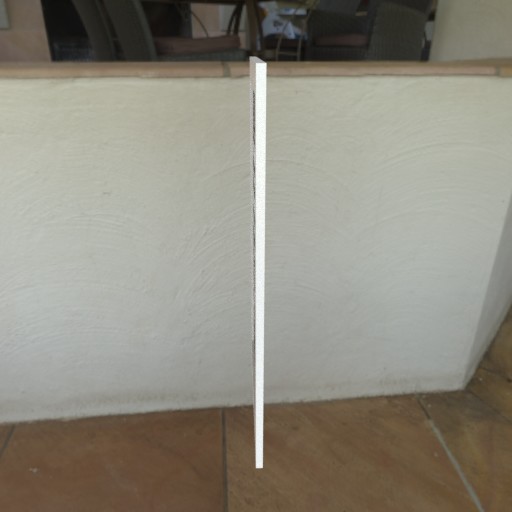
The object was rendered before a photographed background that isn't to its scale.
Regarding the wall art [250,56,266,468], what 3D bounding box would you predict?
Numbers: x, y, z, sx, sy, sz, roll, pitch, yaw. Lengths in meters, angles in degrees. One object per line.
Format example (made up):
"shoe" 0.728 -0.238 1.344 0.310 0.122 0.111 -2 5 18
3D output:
"wall art" 0.000 0.000 0.841 0.013 0.683 0.380 -1 25 -2
